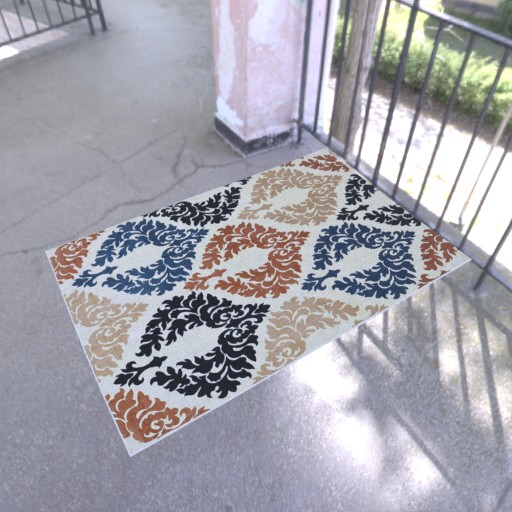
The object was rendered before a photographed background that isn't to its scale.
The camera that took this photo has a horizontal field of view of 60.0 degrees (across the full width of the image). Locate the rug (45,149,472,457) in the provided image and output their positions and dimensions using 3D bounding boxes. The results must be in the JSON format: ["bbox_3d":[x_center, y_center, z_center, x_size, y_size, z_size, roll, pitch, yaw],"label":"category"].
[{"bbox_3d":[0.000,0.000,2.822,2.275,0.014,1.514,-24,51,-22],"label":"rug"}]
